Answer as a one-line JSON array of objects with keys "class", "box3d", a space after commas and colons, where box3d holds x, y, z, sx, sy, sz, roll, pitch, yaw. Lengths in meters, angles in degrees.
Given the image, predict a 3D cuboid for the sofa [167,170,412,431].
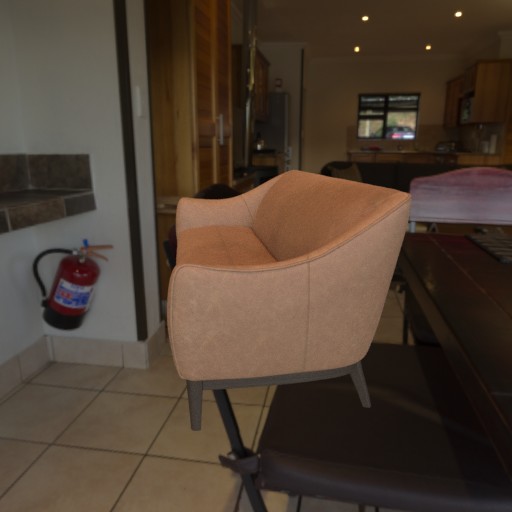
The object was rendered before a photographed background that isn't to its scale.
[{"class": "sofa", "box3d": [0.000, 0.000, 2.367, 0.869, 0.830, 1.928, -2, 14, -9]}]
